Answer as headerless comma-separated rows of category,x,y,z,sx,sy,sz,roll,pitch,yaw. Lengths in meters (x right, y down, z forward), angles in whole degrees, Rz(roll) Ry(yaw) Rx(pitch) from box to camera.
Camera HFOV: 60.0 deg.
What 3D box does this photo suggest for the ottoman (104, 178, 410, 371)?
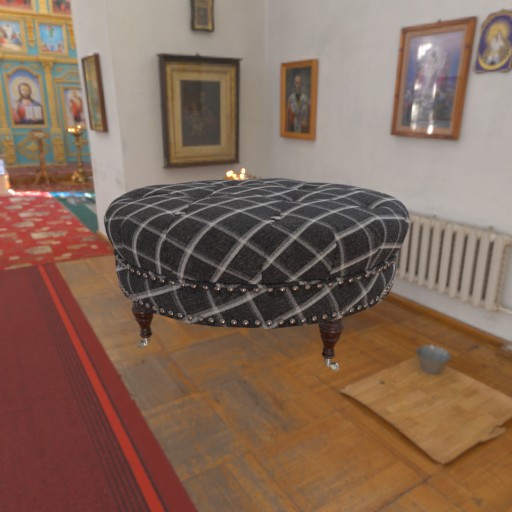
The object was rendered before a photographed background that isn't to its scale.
ottoman,0.000,0.000,1.411,0.901,0.439,0.901,0,17,0
